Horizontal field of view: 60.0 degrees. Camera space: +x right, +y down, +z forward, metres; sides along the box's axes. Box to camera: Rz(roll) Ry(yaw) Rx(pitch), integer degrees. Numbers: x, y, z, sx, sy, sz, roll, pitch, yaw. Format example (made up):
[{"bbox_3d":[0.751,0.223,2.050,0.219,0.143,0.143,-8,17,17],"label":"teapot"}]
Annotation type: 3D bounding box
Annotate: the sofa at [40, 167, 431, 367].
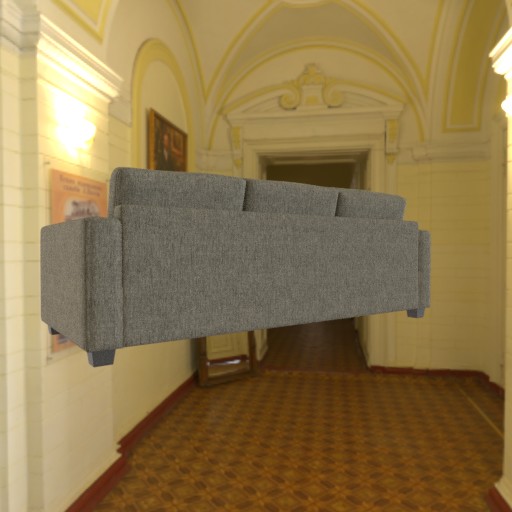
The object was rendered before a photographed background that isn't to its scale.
[{"bbox_3d":[0.000,0.000,2.585,2.160,0.800,0.900,-1,1,-36],"label":"sofa"}]
